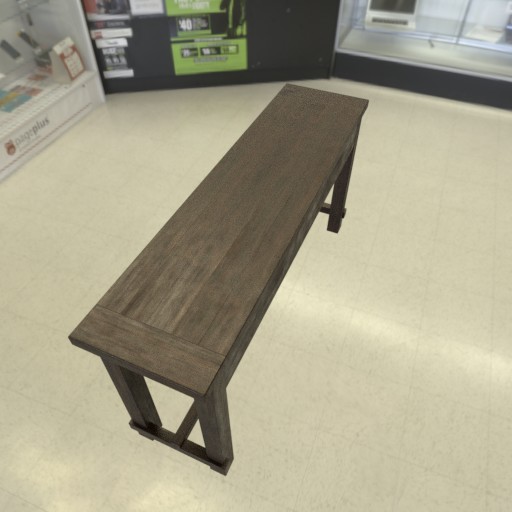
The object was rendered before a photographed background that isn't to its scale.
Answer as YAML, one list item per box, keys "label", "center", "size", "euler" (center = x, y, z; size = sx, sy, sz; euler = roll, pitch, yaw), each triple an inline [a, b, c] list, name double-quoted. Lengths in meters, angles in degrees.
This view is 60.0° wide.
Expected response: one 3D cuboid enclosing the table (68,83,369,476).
- label: "table"
  center: [0.000, 0.000, 1.898]
  size: [0.442, 0.762, 1.599]
  euler: [18, 49, 16]
